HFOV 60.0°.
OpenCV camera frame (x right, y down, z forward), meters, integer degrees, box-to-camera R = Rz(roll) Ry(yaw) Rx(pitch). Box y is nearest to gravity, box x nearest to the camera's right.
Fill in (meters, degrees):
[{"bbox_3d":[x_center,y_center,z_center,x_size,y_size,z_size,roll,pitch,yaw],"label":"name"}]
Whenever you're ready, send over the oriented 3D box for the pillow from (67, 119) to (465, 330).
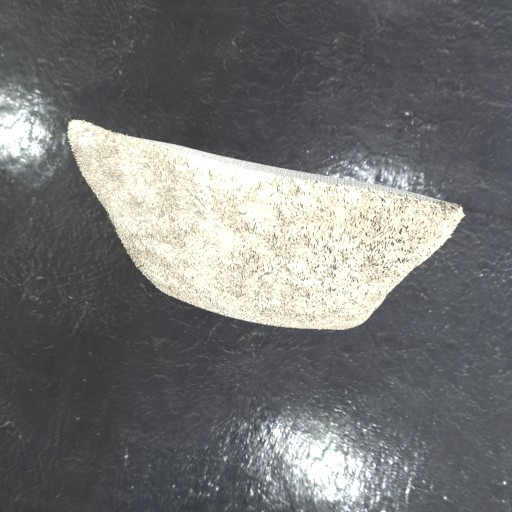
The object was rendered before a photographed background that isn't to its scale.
[{"bbox_3d":[0.000,0.000,0.784,0.529,0.515,0.218,12,76,3],"label":"pillow"}]
